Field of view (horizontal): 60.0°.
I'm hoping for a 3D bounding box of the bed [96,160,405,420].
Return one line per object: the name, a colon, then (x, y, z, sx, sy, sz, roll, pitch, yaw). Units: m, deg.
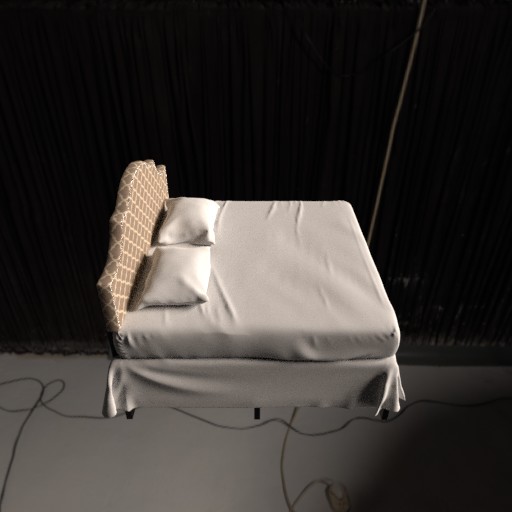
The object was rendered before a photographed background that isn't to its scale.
bed: (0.000, 0.000, 3.784, 2.222, 1.601, 2.314, 0, 33, 0)
